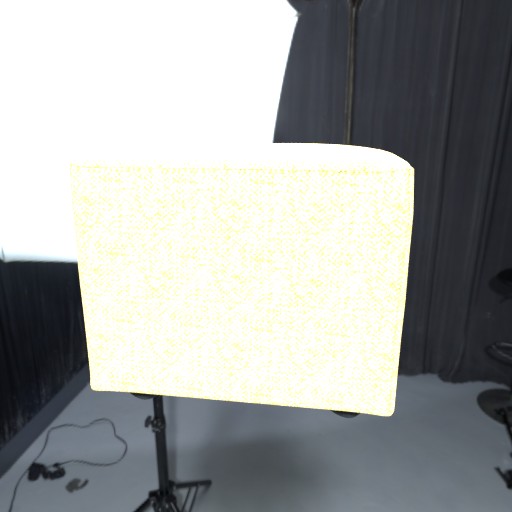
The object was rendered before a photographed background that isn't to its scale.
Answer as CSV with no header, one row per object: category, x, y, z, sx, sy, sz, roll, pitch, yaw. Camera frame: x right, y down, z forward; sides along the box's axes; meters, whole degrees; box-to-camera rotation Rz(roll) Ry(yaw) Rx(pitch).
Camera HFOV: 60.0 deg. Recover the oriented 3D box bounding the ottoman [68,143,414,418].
ottoman,0.000,0.000,0.896,0.512,0.441,0.505,2,16,8
